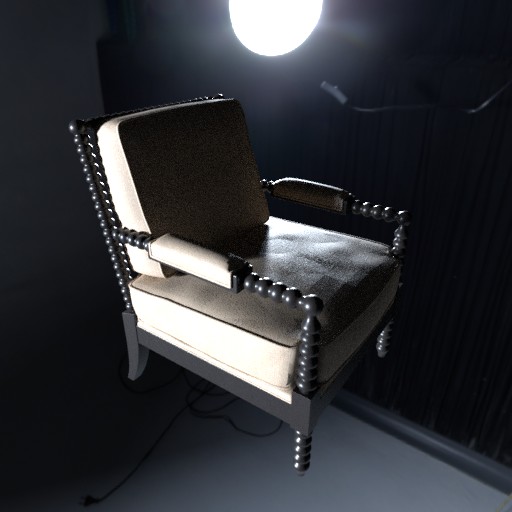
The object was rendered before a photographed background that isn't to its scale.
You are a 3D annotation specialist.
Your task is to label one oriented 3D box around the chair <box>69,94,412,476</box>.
[{"bbox_3d":[0.000,0.000,1.147,0.657,0.703,0.555,18,33,31],"label":"chair"}]
